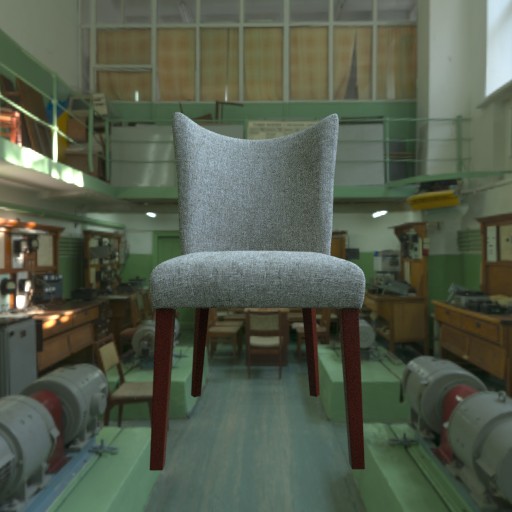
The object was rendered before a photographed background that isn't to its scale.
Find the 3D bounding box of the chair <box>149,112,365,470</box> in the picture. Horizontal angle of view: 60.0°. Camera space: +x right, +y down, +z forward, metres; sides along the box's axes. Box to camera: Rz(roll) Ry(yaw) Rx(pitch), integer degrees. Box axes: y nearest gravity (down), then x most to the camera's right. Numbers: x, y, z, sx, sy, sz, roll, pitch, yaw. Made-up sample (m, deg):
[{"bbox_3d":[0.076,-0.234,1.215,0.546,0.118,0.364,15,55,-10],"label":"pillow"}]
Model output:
[{"bbox_3d":[0.000,0.000,1.265,0.535,0.924,0.623,0,1,-1],"label":"chair"}]
